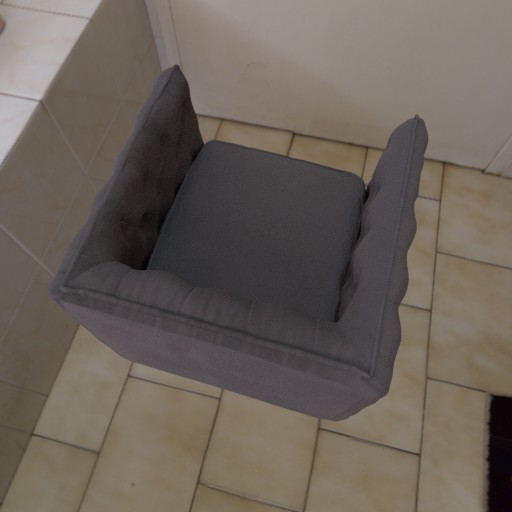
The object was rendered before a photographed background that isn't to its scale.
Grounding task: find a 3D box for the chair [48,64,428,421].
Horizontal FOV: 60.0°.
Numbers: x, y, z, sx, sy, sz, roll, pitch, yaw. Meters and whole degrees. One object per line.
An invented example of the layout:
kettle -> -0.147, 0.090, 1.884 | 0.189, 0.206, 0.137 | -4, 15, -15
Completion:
chair -> 0.000, 0.000, 1.604 | 0.946, 0.807, 0.913 | 15, 65, 7
